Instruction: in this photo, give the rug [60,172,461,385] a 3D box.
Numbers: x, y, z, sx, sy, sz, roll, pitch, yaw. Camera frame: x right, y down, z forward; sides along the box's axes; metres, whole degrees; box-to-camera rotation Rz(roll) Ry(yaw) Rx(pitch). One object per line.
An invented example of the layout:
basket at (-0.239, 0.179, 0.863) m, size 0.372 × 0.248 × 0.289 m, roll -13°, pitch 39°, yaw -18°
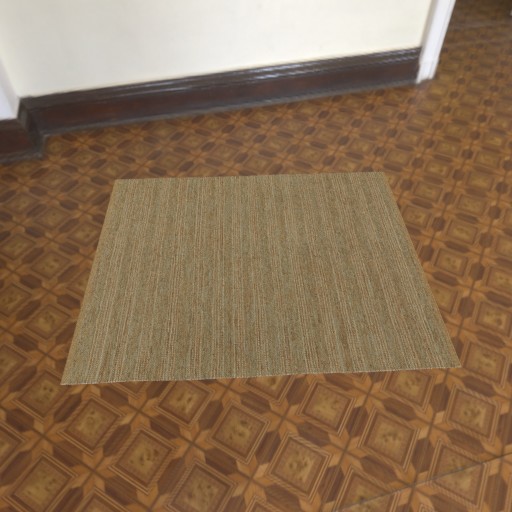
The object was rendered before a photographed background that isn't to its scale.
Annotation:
rug at (0.000, 0.000, 4.174) m, size 3.034 × 0.012 × 2.471 m, roll -2°, pitch 48°, yaw -2°
